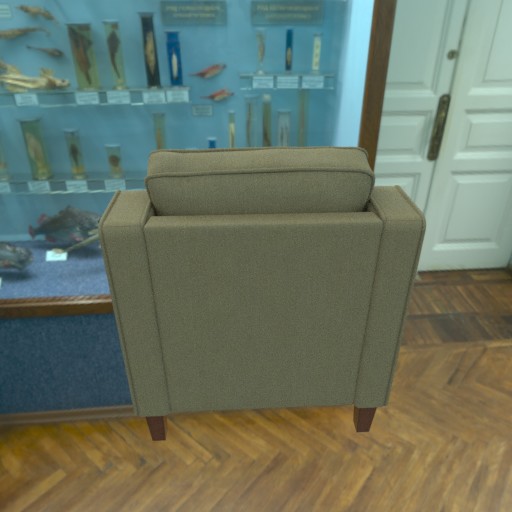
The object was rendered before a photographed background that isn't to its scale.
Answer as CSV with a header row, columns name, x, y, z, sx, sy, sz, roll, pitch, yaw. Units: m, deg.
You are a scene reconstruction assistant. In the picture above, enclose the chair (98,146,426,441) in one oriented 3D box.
name,x,y,z,sx,sy,sz,roll,pitch,yaw
chair,0.000,0.000,1.662,0.831,0.960,0.909,-1,30,-2
